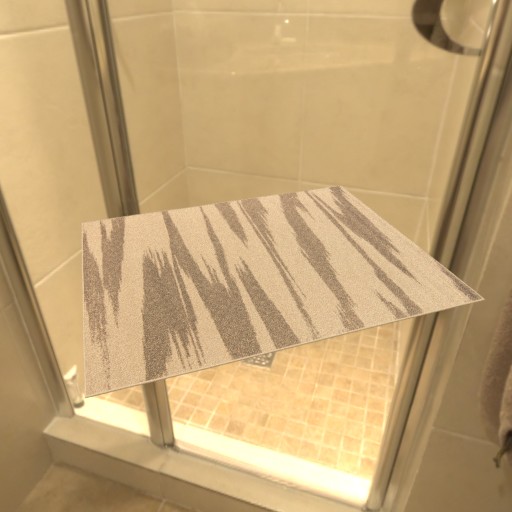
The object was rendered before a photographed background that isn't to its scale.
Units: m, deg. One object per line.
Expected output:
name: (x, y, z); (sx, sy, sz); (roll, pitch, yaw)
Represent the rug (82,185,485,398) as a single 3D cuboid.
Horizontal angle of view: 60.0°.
rug: (0.000, 0.000, 3.957); (2.945, 0.014, 2.353); (-10, 33, -16)
